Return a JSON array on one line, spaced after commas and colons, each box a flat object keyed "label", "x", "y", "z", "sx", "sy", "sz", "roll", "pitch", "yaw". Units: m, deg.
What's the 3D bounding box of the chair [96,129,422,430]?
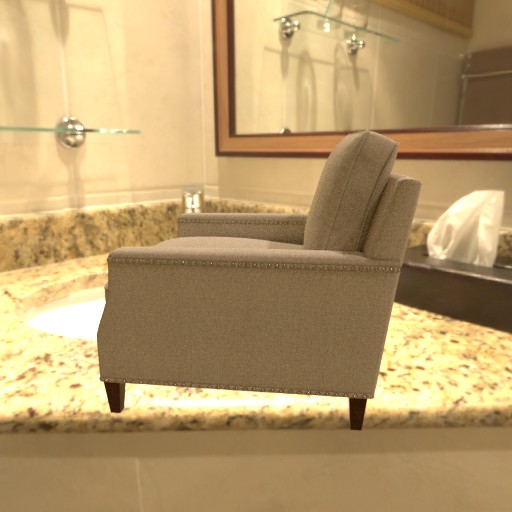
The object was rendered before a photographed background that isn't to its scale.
[{"label": "chair", "x": 0.000, "y": 0.000, "z": 1.747, "sx": 1.014, "sy": 0.943, "sz": 0.853, "roll": 2, "pitch": 14, "yaw": 7}]
